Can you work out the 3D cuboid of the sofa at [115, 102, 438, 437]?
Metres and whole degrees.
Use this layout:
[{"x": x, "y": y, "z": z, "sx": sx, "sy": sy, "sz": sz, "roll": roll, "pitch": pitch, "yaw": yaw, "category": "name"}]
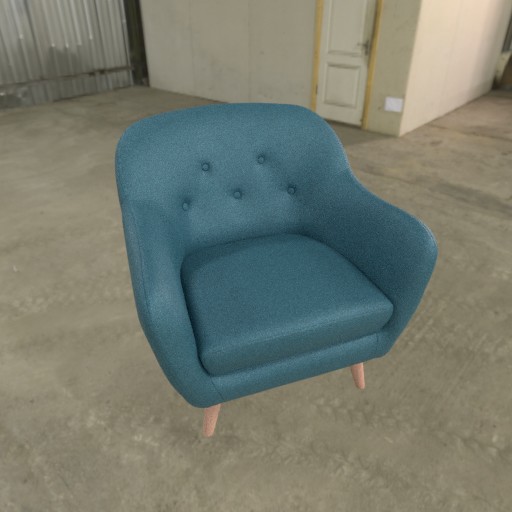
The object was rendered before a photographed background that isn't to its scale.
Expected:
[{"x": 0.000, "y": 0.000, "z": 1.497, "sx": 0.836, "sy": 0.817, "sz": 0.825, "roll": -11, "pitch": 34, "yaw": -17, "category": "sofa"}]
